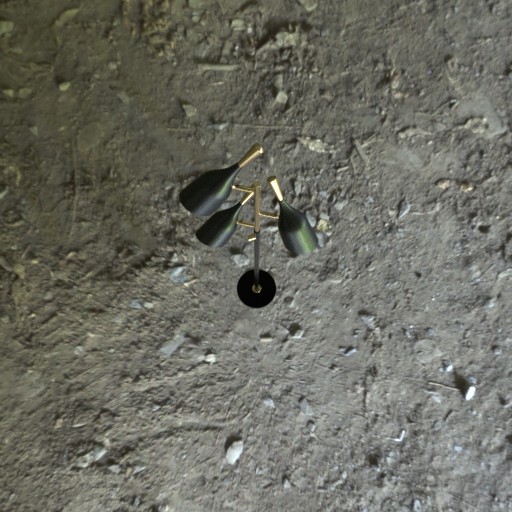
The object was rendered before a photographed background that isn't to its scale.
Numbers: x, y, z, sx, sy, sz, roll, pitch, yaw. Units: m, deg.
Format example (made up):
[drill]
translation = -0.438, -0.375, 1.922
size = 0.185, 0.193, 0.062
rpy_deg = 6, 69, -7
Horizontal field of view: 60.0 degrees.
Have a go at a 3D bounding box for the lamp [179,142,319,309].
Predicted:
[lamp]
translation = 0.000, 0.000, 1.971
size = 0.434, 1.778, 0.253
rpy_deg = 12, 77, 3
